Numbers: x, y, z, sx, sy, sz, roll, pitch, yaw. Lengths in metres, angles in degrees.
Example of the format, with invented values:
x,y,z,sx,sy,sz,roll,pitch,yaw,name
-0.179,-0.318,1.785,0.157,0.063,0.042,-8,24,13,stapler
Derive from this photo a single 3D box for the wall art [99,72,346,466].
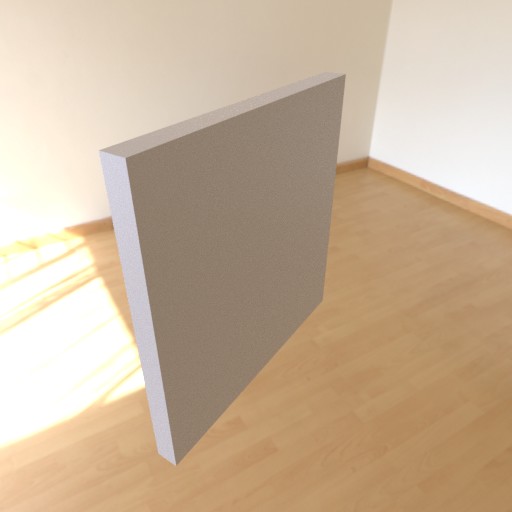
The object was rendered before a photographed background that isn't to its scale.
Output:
x,y,z,sx,sy,sz,roll,pitch,yaw,name
0.000,0.000,0.525,0.027,0.355,0.355,20,38,28,wall art
